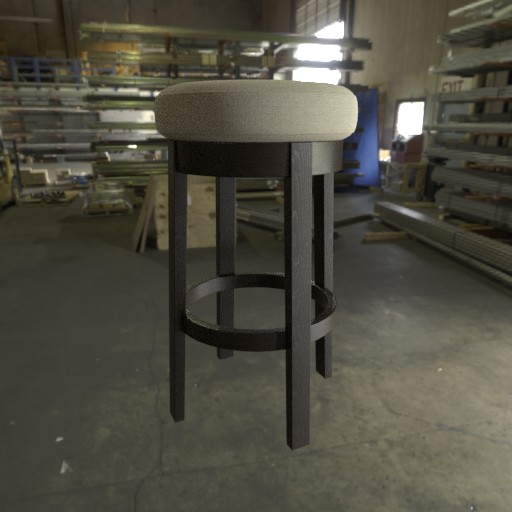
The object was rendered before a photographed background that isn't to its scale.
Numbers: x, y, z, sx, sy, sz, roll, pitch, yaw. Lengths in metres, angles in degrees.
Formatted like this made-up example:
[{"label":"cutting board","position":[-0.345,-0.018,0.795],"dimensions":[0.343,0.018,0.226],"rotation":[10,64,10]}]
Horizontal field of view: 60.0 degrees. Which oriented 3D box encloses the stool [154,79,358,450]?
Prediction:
[{"label":"stool","position":[0.000,0.000,1.046],"dimensions":[0.446,0.758,0.446],"rotation":[0,17,0]}]
